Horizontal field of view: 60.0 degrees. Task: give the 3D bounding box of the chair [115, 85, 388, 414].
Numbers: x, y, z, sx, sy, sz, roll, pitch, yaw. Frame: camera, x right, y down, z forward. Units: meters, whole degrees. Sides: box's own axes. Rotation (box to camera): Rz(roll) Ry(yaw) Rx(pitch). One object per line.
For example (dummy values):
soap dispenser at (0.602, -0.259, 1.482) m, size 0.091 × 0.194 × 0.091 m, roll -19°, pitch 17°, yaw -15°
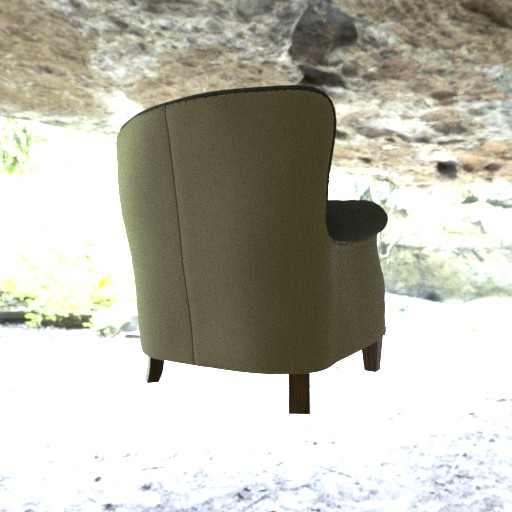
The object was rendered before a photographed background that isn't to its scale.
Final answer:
chair at (0.000, 0.000, 1.658) m, size 0.861 × 0.936 × 0.921 m, roll 0°, pitch -1°, yaw 35°
